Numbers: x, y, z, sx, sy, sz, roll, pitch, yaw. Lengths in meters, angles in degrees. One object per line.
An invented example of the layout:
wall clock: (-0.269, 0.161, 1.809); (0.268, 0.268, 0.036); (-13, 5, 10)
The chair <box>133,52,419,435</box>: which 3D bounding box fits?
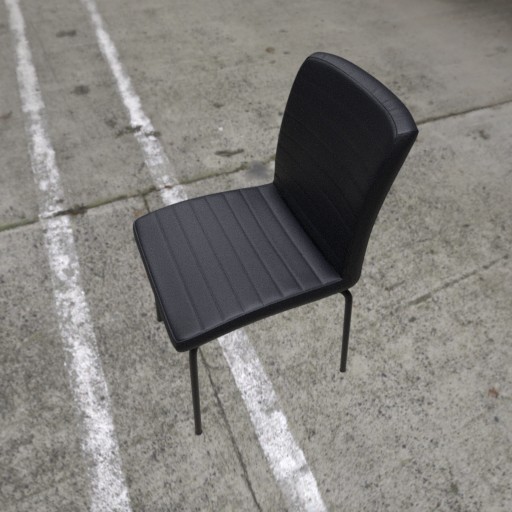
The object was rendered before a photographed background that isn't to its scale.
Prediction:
chair: (0.000, 0.000, 1.182); (0.572, 0.872, 0.450); (-18, 50, -15)
